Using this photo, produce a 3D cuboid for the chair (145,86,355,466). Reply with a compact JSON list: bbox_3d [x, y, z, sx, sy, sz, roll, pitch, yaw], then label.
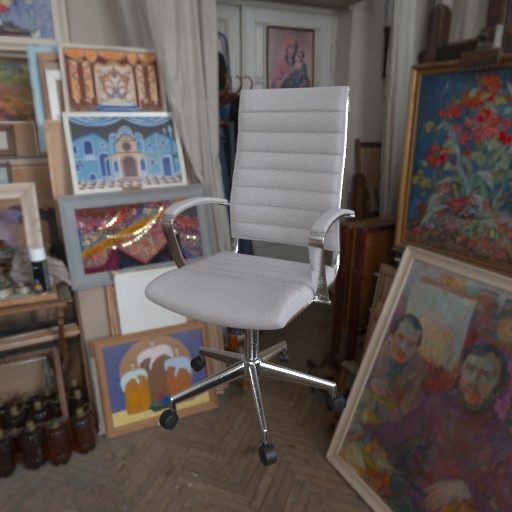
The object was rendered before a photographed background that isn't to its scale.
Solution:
[{"bbox_3d":[0.000,0.000,1.567,0.679,1.149,0.667,8,19,26],"label":"chair"}]
